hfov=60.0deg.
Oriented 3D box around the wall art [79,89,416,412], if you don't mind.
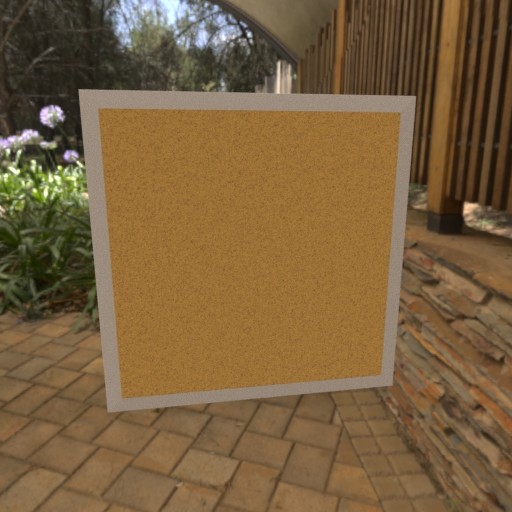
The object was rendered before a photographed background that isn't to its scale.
[{"bbox_3d":[0.000,0.000,1.874,1.289,1.291,0.098,-2,14,-9],"label":"wall art"}]
